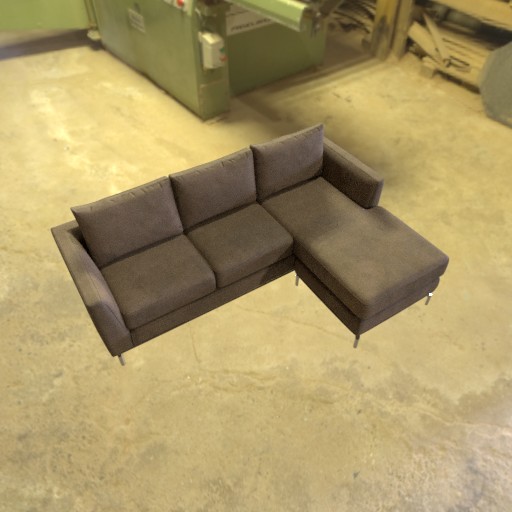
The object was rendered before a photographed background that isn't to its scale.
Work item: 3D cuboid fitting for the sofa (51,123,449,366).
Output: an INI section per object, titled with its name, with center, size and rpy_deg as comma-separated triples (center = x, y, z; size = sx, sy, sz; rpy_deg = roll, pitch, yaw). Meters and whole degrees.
[sofa]
center = 0.000, 0.000, 3.292
size = 2.438, 0.987, 1.622
rpy_deg = -24, 50, -22
